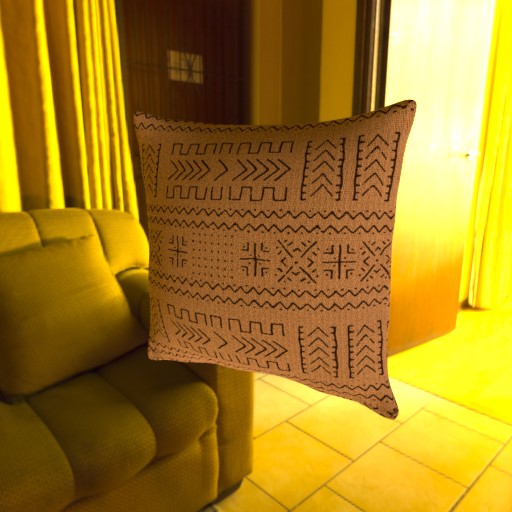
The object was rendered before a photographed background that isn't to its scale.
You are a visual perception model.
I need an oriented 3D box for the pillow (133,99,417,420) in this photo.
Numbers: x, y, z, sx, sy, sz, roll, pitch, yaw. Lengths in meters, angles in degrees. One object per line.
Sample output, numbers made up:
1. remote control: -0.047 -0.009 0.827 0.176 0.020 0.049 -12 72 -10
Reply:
1. pillow: 0.000 0.000 0.660 0.438 0.430 0.164 7 15 26
